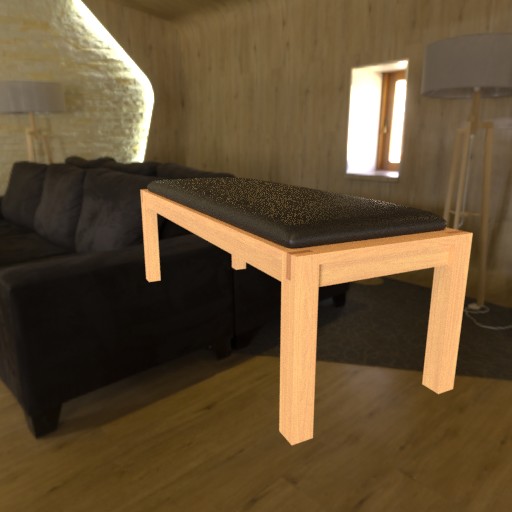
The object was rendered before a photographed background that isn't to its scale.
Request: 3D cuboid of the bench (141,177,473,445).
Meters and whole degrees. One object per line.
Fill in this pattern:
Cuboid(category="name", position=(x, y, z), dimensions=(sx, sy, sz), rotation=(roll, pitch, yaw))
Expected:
Cuboid(category="bench", position=(0.000, 0.000, 1.426), dimensions=(0.450, 0.430, 1.202), rotation=(-7, 16, -26))
